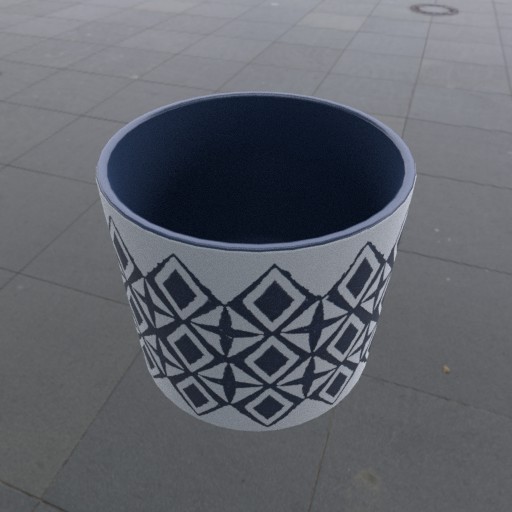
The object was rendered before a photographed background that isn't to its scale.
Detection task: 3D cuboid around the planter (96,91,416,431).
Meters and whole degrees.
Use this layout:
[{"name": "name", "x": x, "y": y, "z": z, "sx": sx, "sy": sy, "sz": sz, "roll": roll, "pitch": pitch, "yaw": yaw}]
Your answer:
[{"name": "planter", "x": 0.000, "y": 0.000, "z": 0.384, "sx": 0.224, "sy": 0.203, "sz": 0.224, "roll": 0, "pitch": 41, "yaw": 0}]
